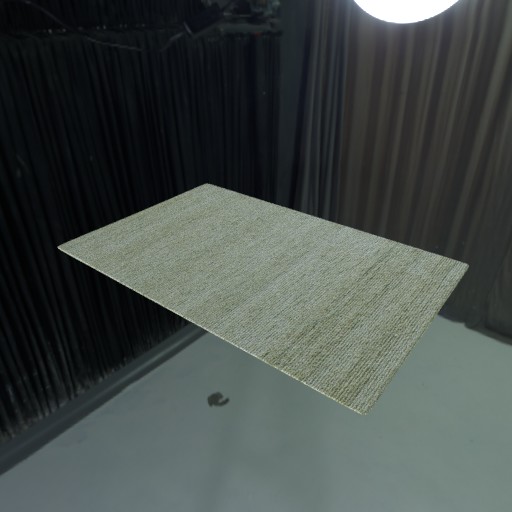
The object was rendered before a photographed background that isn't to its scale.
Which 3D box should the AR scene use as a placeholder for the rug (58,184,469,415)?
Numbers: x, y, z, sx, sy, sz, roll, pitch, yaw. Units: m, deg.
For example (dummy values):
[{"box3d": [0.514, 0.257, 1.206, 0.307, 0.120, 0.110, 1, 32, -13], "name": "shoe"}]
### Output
[{"box3d": [0.000, 0.000, 2.238, 1.758, 0.010, 1.143, 22, 37, 32], "name": "rug"}]
